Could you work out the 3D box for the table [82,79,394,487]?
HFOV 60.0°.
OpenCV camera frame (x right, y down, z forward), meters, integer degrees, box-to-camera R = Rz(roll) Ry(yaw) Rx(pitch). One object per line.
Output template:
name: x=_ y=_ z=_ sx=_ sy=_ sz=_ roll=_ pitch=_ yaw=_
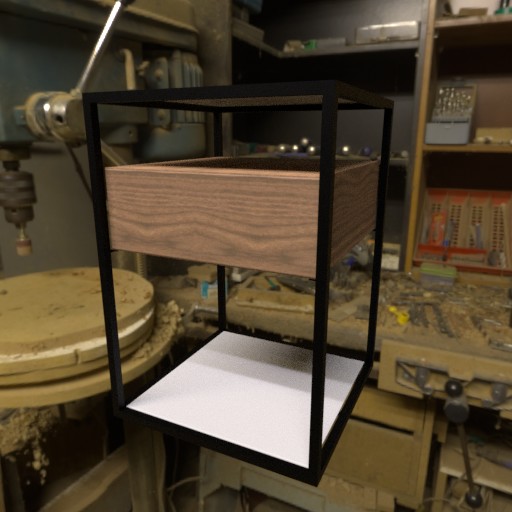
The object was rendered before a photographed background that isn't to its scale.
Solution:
table: x=0.000 y=0.000 z=0.798 sx=0.378 sy=0.540 sz=0.378 roll=7 pitch=17 yaw=25
